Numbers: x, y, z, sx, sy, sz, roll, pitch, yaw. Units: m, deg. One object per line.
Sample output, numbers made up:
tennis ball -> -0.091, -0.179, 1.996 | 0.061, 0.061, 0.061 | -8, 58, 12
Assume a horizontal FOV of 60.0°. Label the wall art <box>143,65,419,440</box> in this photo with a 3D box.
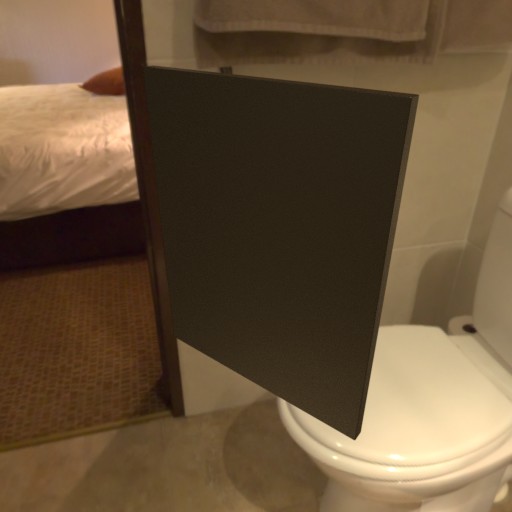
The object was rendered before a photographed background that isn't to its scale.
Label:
wall art -> 0.000, 0.000, 1.586 | 0.950, 1.194, 0.053 | 21, 36, 32
